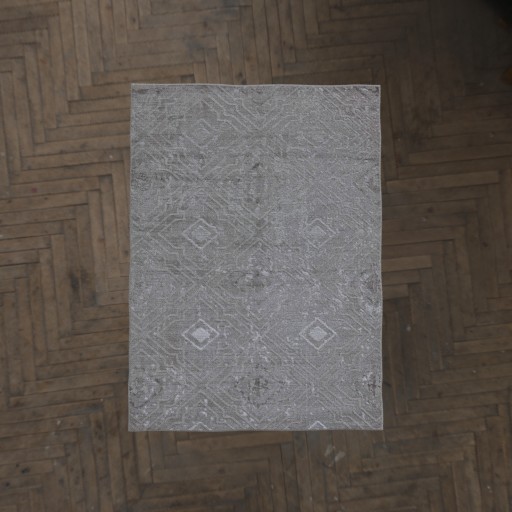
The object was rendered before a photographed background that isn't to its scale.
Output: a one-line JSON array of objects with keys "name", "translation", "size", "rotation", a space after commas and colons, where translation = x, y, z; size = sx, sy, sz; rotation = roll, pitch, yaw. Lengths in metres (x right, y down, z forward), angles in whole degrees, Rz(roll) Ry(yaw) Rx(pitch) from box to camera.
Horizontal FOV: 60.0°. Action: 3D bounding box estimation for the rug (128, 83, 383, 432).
[{"name": "rug", "translation": [0.000, 0.000, 4.284], "size": [2.448, 0.020, 3.359], "rotation": [0, 89, -1]}]
